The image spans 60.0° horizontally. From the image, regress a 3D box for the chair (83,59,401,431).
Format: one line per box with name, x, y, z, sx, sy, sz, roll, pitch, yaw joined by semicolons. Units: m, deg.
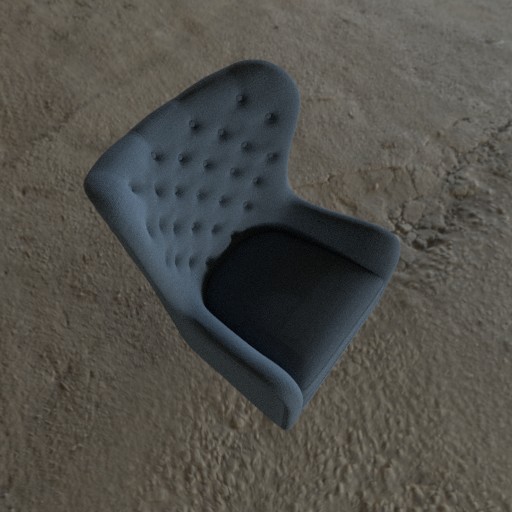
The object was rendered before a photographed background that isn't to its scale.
chair;0.000;0.000;1.754;0.930;1.079;0.831;33;63;19
